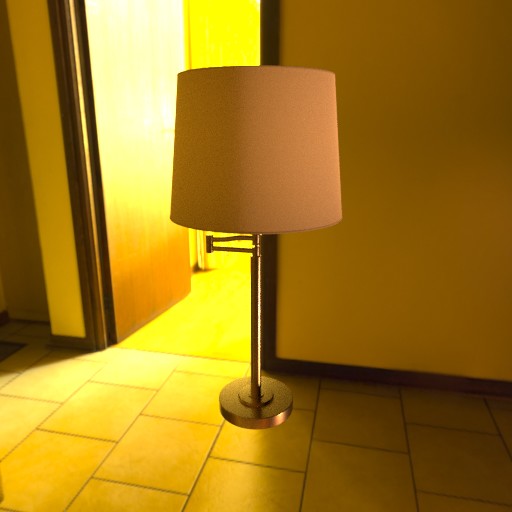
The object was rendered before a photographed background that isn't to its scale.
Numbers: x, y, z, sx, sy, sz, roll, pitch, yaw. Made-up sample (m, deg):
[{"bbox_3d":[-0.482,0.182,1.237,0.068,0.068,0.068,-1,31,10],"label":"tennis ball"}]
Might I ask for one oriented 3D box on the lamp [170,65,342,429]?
[{"bbox_3d":[0.000,0.000,0.893,0.333,0.696,0.333,0,16,0],"label":"lamp"}]
